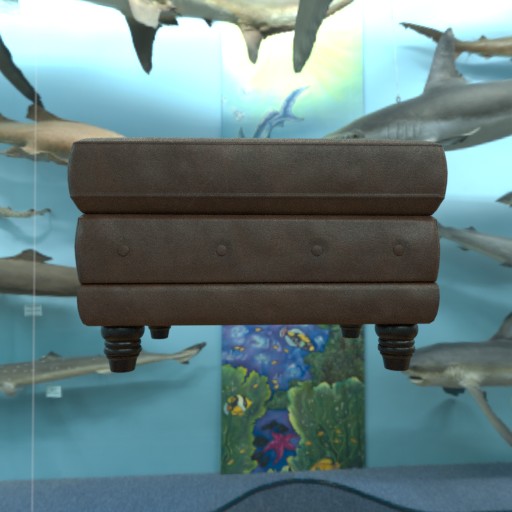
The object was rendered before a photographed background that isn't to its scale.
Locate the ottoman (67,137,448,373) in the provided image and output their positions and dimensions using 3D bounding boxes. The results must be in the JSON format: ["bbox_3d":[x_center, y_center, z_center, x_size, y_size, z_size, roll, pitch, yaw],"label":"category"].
[{"bbox_3d":[0.000,0.000,1.194,0.795,0.509,0.588,0,-1,-1],"label":"ottoman"}]
